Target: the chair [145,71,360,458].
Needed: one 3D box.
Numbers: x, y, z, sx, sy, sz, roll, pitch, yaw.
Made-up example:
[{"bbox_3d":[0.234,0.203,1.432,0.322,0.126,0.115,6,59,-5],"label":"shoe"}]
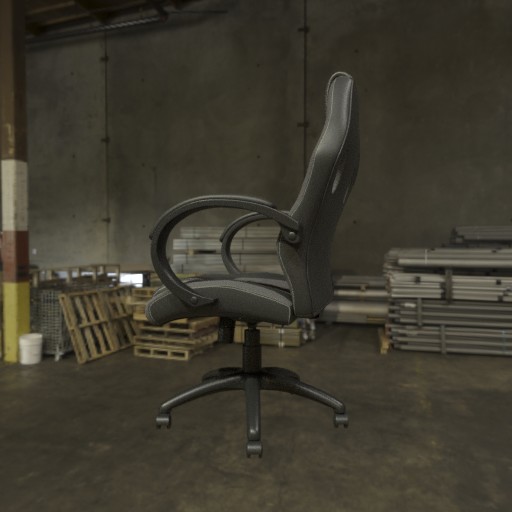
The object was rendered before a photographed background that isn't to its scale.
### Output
[{"bbox_3d":[0.000,0.000,1.625,0.724,1.187,0.673,0,1,17],"label":"chair"}]
